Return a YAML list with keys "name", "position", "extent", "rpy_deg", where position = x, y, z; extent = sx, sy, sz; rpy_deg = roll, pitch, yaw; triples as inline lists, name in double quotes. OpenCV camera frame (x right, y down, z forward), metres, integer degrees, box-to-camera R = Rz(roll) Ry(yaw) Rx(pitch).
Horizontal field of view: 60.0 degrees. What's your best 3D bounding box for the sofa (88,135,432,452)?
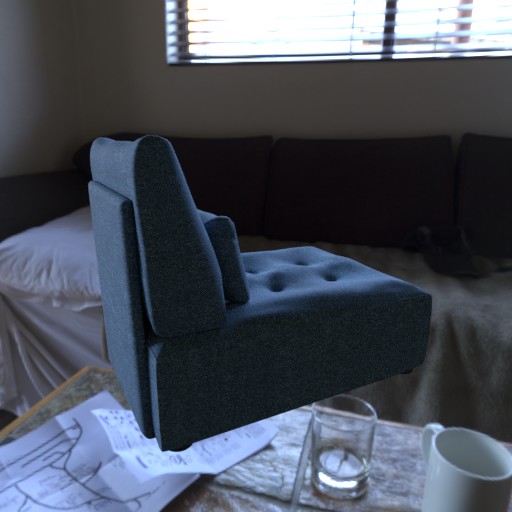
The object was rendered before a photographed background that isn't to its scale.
- name: "sofa"
  position: [0.000, 0.000, 1.551]
  extent: [1.000, 0.820, 0.700]
  rpy_deg: [-8, 17, -27]
